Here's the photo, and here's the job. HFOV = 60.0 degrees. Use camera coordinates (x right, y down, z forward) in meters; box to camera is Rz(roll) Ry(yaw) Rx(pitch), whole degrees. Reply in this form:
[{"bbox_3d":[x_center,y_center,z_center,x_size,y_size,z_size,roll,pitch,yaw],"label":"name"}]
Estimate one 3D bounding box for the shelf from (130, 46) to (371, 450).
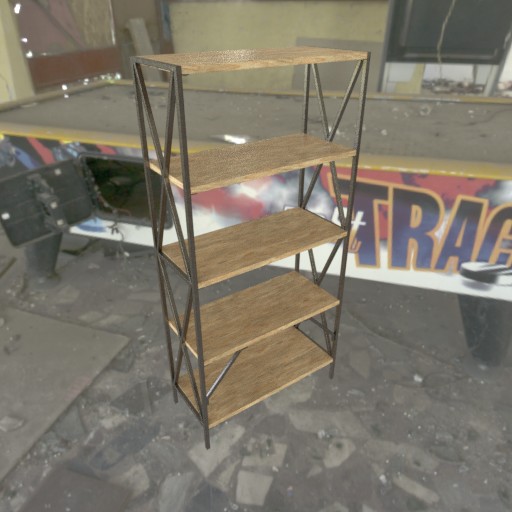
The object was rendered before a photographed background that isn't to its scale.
[{"bbox_3d":[0.000,0.000,2.167,0.874,1.803,0.386,-19,34,-30],"label":"shelf"}]
